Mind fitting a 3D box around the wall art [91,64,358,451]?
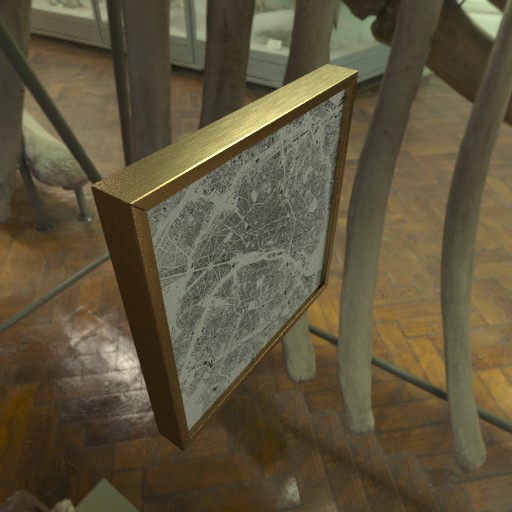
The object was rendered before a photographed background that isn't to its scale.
[{"bbox_3d":[0.000,0.000,0.463,0.037,0.305,0.305,25,46,27],"label":"wall art"}]
